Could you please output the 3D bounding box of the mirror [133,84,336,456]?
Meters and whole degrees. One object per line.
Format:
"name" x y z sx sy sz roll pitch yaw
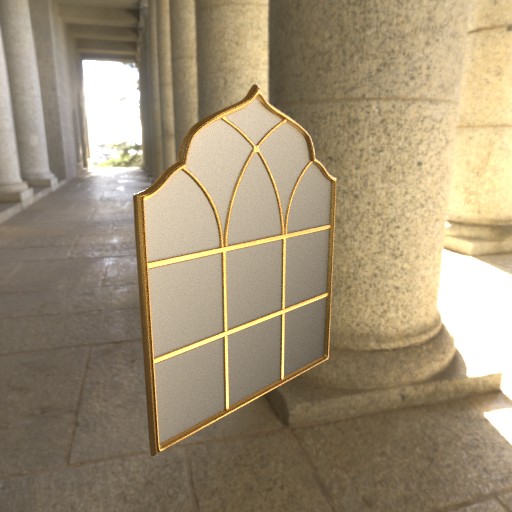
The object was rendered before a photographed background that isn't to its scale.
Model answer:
"mirror" 0.000 0.000 0.873 0.513 0.635 0.018 -14 20 -43
